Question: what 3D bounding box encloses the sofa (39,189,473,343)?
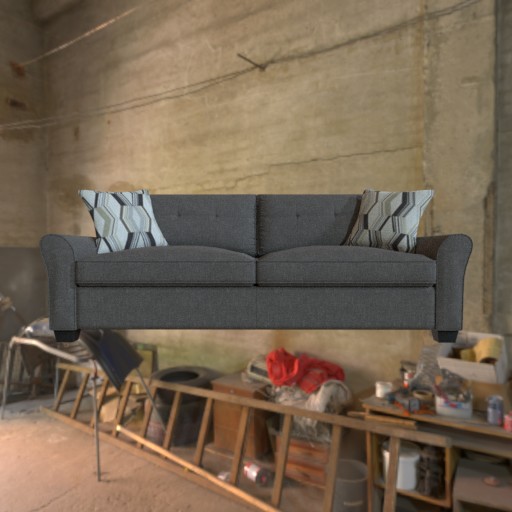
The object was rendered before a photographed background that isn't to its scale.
[{"bbox_3d":[0.000,0.000,2.490,2.032,0.813,0.889,0,1,0],"label":"sofa"}]
